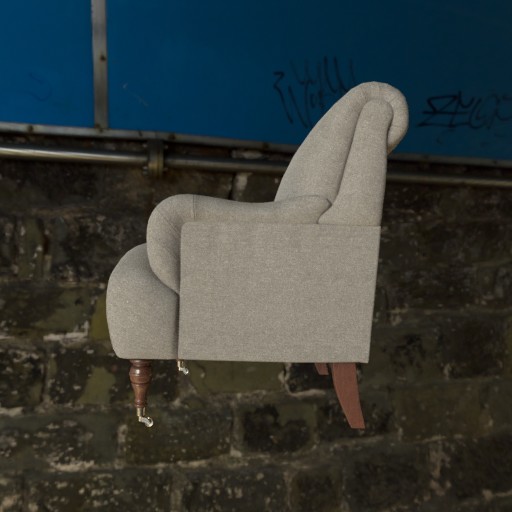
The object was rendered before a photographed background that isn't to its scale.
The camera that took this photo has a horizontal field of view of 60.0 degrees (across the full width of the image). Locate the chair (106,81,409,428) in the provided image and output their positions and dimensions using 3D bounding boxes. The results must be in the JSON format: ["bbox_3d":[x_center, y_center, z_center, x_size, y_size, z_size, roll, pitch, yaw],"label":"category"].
[{"bbox_3d":[0.000,0.000,1.524,0.843,0.942,0.766,0,-2,0],"label":"chair"}]
